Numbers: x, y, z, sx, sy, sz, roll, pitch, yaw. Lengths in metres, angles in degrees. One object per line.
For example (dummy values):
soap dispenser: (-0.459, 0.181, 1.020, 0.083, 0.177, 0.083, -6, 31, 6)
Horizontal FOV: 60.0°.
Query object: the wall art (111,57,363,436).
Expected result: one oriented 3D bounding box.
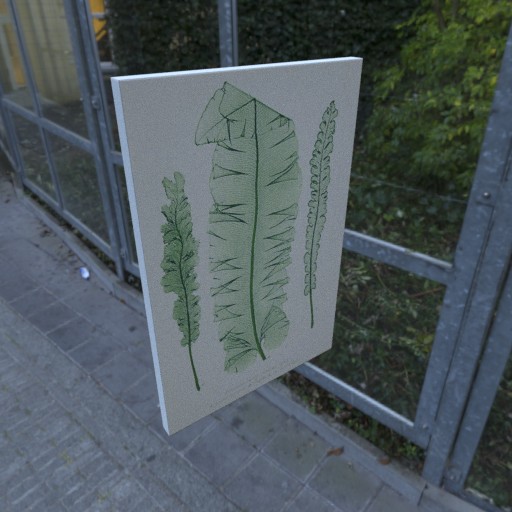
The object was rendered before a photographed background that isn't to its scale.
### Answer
wall art: (0.000, 0.000, 1.155, 0.610, 0.914, 0.038, -20, 35, -31)
